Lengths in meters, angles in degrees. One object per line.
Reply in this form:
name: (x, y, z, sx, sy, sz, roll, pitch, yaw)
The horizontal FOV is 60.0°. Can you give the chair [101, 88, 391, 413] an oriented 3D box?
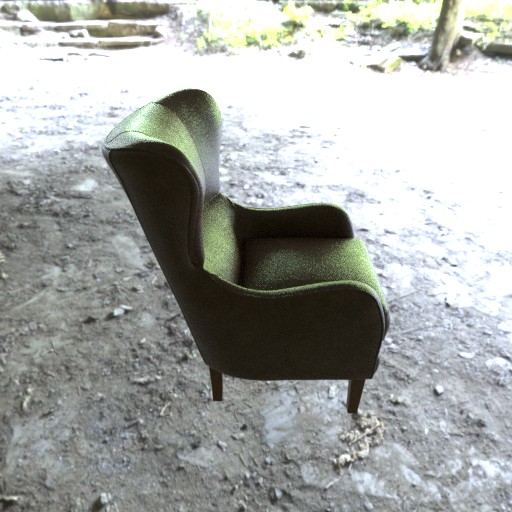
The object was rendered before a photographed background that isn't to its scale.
chair: (0.000, 0.000, 1.621, 0.914, 1.048, 0.692, 1, 32, 1)
